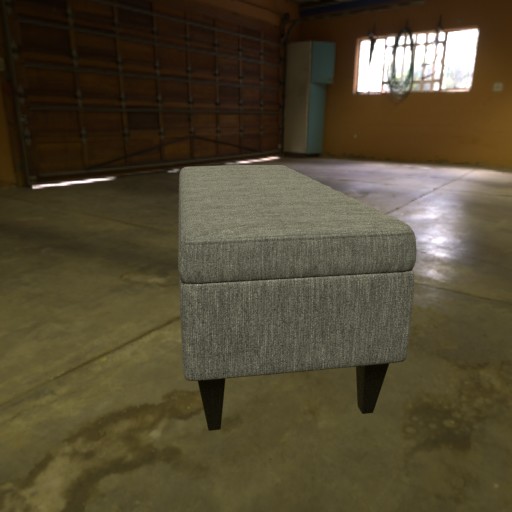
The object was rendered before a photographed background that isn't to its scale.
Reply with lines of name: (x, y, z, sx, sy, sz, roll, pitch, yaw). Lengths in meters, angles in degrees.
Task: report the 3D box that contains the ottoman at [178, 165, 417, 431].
ottoman: (0.000, 0.000, 1.431, 0.482, 0.469, 1.151, -3, 18, -9)
